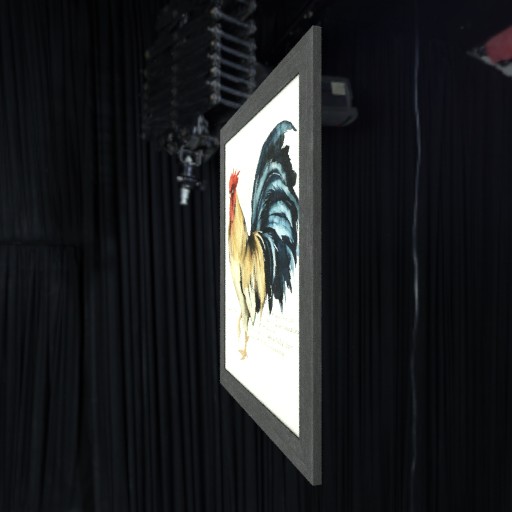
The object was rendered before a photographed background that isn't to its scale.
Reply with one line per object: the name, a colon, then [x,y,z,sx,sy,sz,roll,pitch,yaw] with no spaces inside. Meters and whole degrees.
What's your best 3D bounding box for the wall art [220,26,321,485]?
wall art: [0.000,0.000,0.777,0.013,0.570,0.476,0,0,-19]
